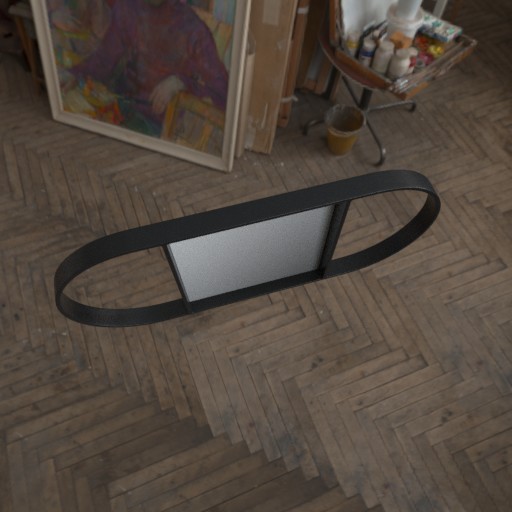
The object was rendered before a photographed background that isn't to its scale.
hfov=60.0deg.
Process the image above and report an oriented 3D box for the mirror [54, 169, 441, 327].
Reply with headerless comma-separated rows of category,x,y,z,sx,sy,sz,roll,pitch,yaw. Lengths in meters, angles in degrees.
mirror,0.000,0.000,0.676,0.584,0.254,0.032,-14,63,-7
